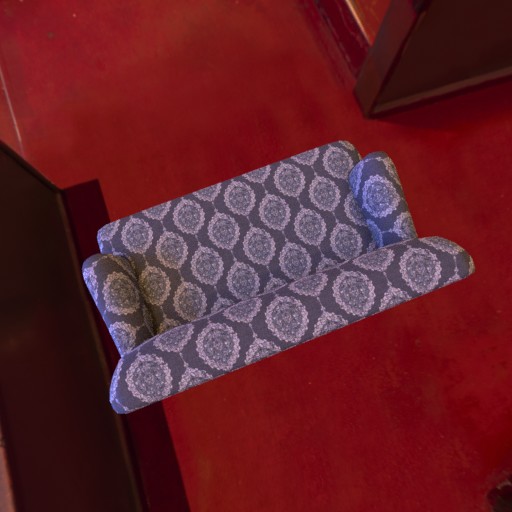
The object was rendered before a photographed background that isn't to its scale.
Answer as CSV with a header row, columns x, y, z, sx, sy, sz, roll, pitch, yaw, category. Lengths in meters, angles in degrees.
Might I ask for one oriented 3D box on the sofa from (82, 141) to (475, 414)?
x,y,z,sx,sy,sz,roll,pitch,yaw,category
0.000,0.000,1.797,1.297,0.867,0.779,-21,77,-5,sofa
